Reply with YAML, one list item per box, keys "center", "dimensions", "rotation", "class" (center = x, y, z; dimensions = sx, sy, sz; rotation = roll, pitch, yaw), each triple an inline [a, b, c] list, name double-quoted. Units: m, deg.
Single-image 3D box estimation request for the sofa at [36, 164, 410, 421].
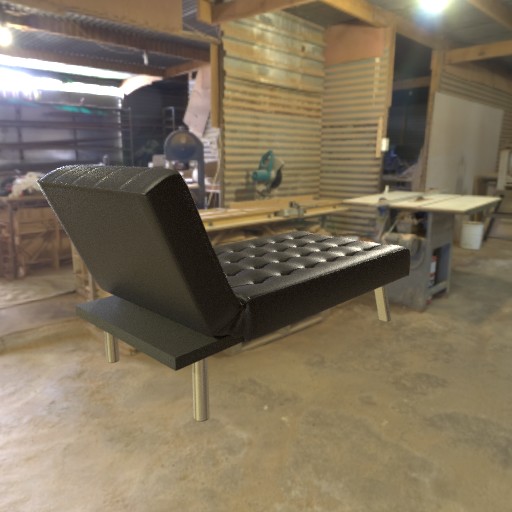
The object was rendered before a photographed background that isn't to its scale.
- center: [0.000, 0.000, 1.996]
  dimensions: [0.760, 0.820, 1.560]
  rotation: [12, 18, 43]
  class: "sofa"
